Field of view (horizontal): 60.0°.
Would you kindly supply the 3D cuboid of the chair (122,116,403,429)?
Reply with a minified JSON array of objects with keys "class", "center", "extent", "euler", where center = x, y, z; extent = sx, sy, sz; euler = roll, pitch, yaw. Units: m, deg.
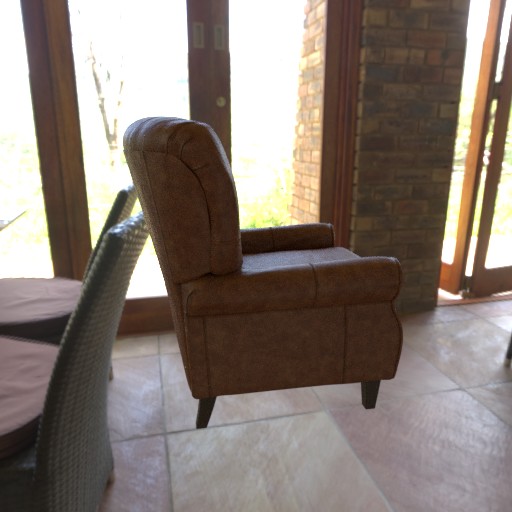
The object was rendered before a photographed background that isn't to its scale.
[{"class":"chair","center":[0.000,0.000,1.945],"extent":[1.059,1.164,0.951],"euler":[-3,15,-10]}]
